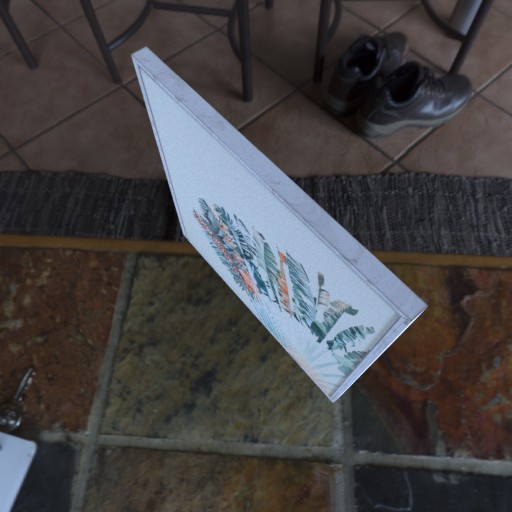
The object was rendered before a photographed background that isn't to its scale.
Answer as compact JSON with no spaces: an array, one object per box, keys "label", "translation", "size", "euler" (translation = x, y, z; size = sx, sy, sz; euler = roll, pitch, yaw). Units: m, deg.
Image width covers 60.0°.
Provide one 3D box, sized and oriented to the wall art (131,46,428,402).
[{"label":"wall art","translation":[0.000,0.000,1.133],"size":[0.038,0.757,0.760],"euler":[-37,69,-17]}]
